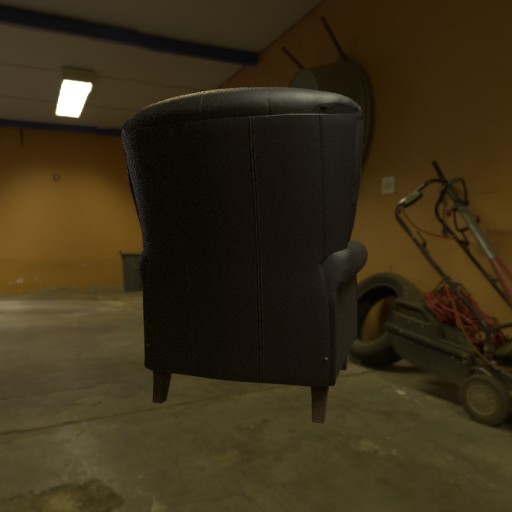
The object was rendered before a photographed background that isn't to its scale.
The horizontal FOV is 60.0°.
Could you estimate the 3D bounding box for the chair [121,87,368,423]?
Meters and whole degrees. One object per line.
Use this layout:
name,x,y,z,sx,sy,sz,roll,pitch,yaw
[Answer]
chair,0.000,0.000,1.934,0.948,1.158,1.058,0,1,18
